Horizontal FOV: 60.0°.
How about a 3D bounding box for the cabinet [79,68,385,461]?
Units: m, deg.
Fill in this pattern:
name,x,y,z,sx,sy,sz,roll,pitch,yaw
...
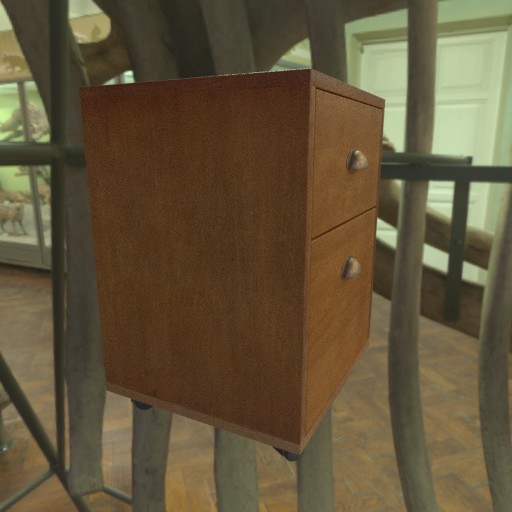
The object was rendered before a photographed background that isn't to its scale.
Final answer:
name,x,y,z,sx,sy,sz,roll,pitch,yaw
cabinet,0.000,0.000,0.837,0.401,0.579,0.409,7,16,27
